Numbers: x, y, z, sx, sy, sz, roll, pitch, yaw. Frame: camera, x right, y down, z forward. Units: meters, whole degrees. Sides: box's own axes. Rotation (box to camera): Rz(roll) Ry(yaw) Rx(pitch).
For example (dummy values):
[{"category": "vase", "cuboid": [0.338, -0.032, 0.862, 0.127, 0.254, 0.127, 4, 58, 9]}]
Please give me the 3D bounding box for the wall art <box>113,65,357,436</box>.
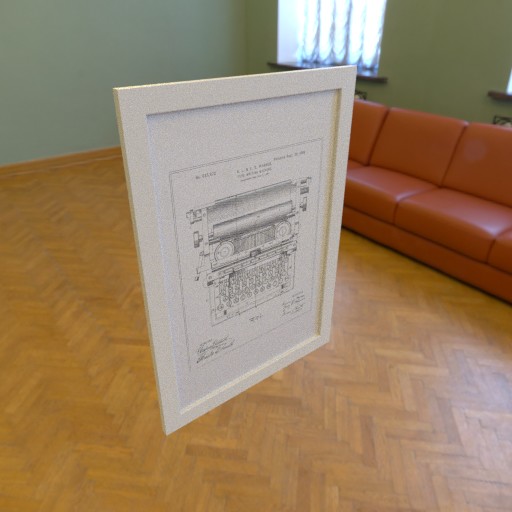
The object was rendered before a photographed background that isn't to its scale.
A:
[{"category": "wall art", "cuboid": [0.000, 0.000, 0.701, 0.381, 0.533, 0.013, -21, 35, -33]}]
